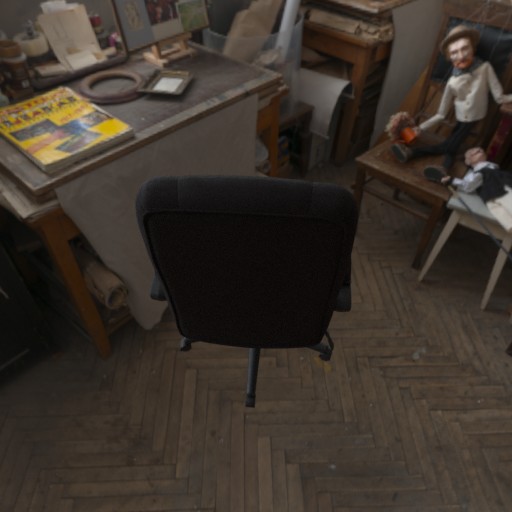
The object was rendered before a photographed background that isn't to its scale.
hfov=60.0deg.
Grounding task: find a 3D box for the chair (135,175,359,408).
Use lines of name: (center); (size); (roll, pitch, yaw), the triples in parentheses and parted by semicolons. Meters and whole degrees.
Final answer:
chair: (0.000, 0.000, 1.586); (0.667, 1.105, 0.724); (3, 45, 3)
